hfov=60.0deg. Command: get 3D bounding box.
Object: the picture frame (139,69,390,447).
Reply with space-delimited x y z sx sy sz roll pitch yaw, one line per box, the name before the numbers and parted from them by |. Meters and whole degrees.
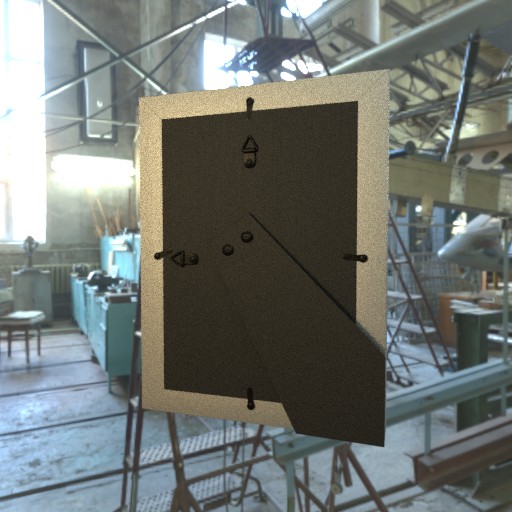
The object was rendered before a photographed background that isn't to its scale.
picture frame | 0.000 0.000 0.277 0.157 0.208 0.028 1 2 18
